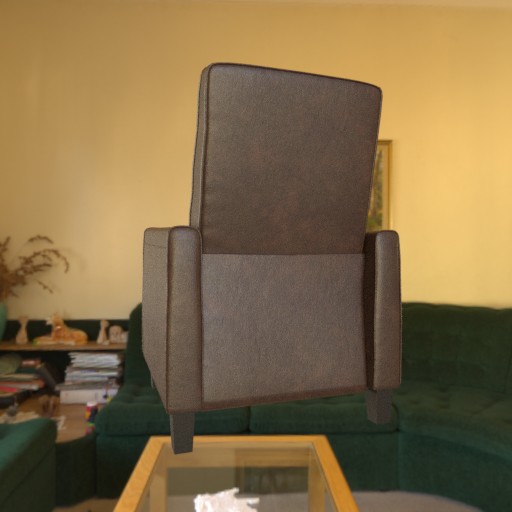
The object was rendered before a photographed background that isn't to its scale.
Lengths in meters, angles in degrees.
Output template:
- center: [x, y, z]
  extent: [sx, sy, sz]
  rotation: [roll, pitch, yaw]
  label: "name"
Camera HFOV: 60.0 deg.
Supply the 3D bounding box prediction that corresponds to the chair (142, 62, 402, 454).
- center: [0.000, 0.000, 1.524]
  extent: [0.705, 1.013, 0.746]
  rotation: [0, 0, -19]
  label: "chair"
